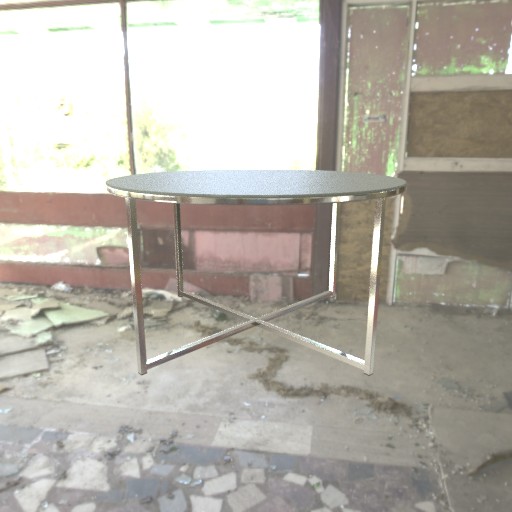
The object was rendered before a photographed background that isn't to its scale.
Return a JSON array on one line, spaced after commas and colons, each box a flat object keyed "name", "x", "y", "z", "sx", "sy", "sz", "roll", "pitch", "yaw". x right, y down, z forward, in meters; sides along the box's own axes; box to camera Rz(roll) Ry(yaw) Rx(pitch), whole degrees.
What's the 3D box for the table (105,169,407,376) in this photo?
[{"name": "table", "x": 0.000, "y": 0.000, "z": 1.294, "sx": 0.800, "sy": 0.450, "sz": 0.800, "roll": 0, "pitch": 15, "yaw": 0}]
